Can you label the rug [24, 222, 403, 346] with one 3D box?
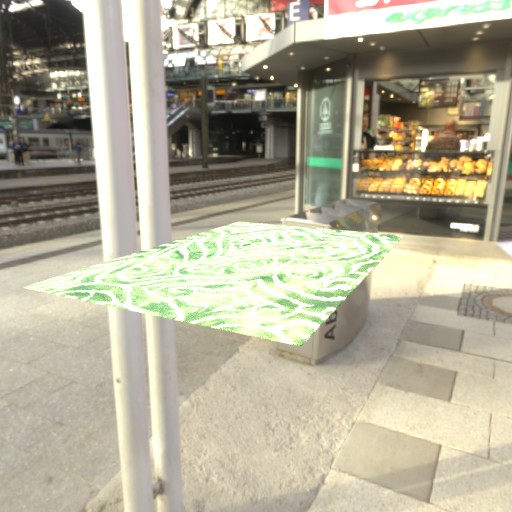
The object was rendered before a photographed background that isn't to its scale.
[{"bbox_3d":[0.000,0.000,2.343,1.220,0.006,1.826,7,15,26],"label":"rug"}]
